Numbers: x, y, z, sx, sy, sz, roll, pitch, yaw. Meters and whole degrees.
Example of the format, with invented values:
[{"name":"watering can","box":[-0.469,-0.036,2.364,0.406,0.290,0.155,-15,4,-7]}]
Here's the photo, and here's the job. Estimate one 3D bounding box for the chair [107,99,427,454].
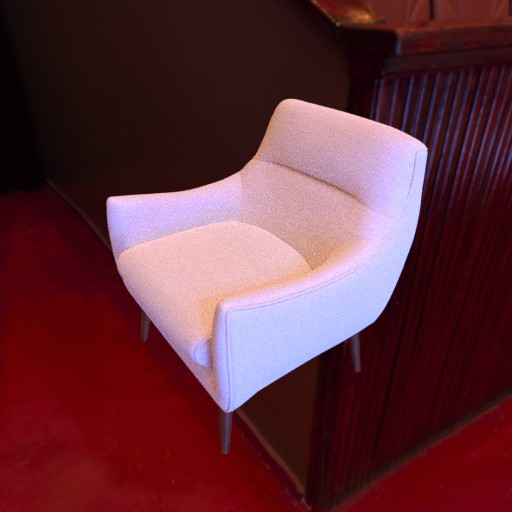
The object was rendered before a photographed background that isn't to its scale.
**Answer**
[{"name":"chair","box":[0.000,0.000,1.463,0.787,0.838,0.762,-21,37,-30]}]
